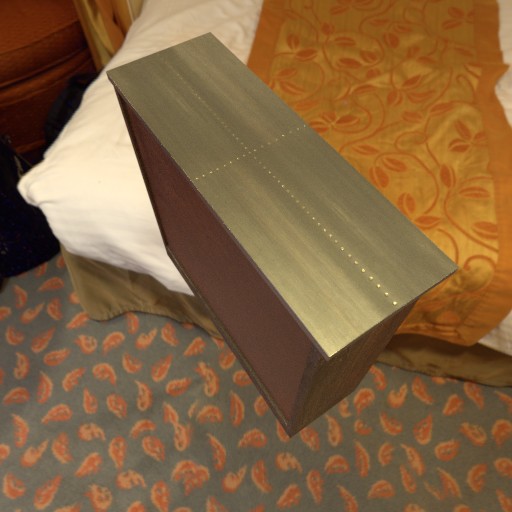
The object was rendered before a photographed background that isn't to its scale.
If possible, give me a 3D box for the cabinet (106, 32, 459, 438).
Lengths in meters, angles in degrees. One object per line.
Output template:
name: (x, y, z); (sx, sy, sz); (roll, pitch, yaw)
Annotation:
cabinet: (0.000, 0.000, 1.436); (0.338, 0.919, 0.968); (-30, 63, -17)
